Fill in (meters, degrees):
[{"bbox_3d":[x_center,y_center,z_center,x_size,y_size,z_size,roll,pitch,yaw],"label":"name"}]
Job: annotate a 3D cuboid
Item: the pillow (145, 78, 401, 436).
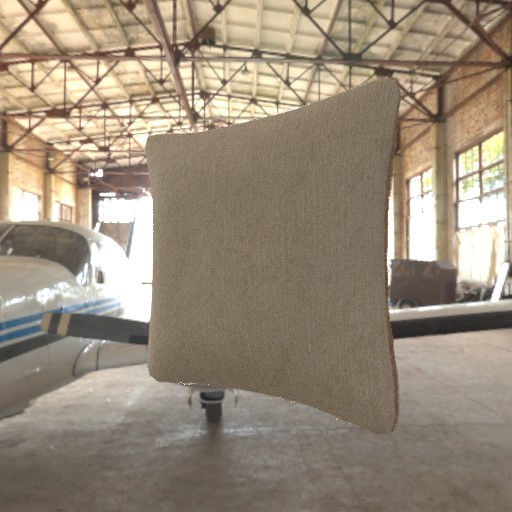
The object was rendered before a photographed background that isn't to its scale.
[{"bbox_3d":[0.000,0.000,0.802,0.538,0.525,0.216,-1,-2,35],"label":"pillow"}]
